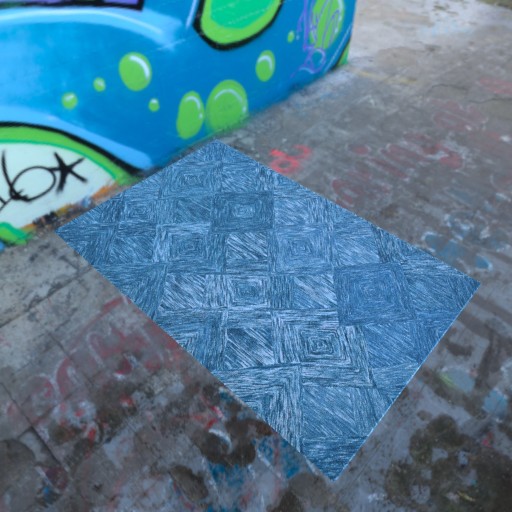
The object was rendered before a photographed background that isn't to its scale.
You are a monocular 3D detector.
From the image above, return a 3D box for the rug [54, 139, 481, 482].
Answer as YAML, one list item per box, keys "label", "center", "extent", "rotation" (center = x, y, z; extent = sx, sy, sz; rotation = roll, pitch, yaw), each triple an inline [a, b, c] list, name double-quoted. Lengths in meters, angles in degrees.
- label: "rug"
  center: [0.000, 0.000, 2.787]
  extent: [2.277, 0.015, 1.490]
  rotation: [34, 56, 27]
